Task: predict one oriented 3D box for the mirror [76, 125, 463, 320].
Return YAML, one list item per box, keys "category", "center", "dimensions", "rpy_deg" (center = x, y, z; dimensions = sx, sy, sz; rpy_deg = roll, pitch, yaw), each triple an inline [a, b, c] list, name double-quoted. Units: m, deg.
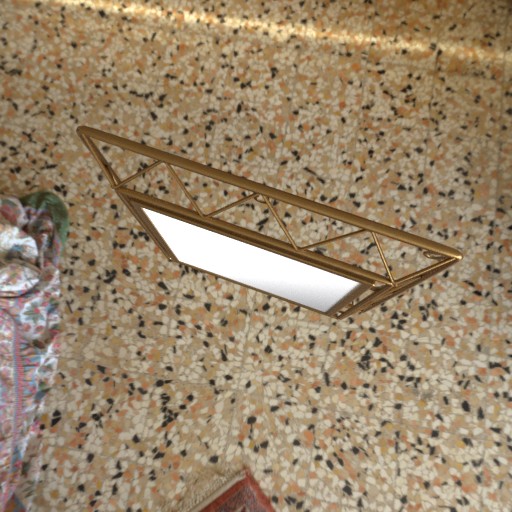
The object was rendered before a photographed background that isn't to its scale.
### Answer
- category: "mirror"
  center: [0.000, 0.000, 0.636]
  dimensions: [0.416, 0.414, 0.046]
  rpy_deg: [19, 76, 5]
